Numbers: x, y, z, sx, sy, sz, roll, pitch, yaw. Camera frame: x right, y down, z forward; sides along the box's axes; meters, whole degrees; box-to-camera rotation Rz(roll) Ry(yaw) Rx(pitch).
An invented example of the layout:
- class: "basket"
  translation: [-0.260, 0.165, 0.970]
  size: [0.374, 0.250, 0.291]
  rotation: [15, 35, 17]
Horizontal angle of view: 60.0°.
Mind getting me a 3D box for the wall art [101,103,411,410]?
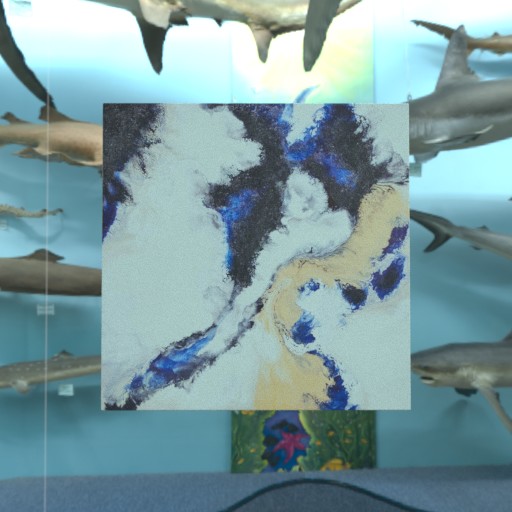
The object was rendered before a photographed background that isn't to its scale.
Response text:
- class: "wall art"
  translation: [0.000, 0.000, 1.293]
  size: [0.887, 0.885, 0.038]
  rotation: [0, -1, 0]
